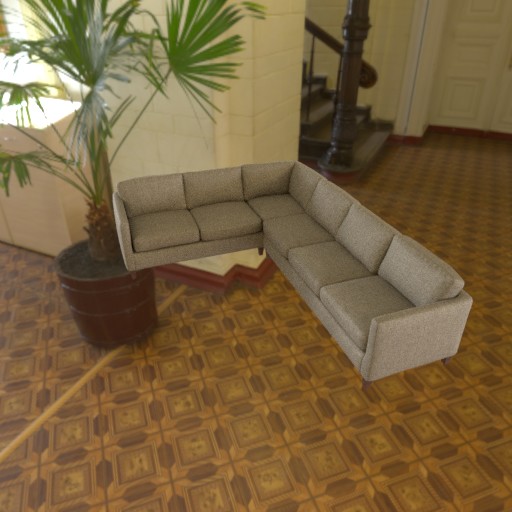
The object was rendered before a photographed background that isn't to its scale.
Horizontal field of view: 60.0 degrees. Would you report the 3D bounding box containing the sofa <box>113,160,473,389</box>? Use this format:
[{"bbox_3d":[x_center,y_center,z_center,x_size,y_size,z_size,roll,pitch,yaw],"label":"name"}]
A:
[{"bbox_3d":[0.000,0.000,4.591,2.593,0.947,3.302,-11,32,-17],"label":"sofa"}]
